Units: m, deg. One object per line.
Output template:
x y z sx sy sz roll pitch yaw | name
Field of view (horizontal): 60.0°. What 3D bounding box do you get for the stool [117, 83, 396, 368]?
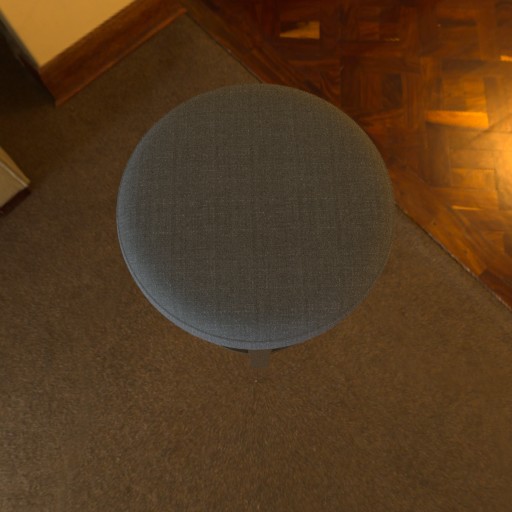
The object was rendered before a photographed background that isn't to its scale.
0.000 0.000 0.955 0.449 0.655 0.449 0 74 0 | stool
